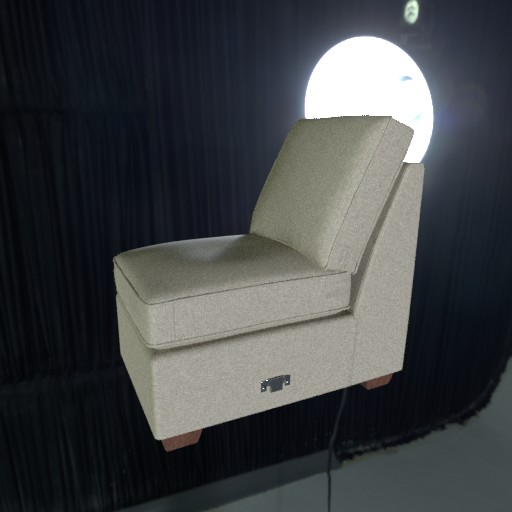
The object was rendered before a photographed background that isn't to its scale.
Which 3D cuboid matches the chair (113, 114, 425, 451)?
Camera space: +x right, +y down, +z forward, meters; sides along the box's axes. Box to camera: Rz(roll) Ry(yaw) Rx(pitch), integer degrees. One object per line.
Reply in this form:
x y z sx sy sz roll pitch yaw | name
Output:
0.000 0.000 1.731 1.020 1.058 0.674 -7 17 -25 | chair
